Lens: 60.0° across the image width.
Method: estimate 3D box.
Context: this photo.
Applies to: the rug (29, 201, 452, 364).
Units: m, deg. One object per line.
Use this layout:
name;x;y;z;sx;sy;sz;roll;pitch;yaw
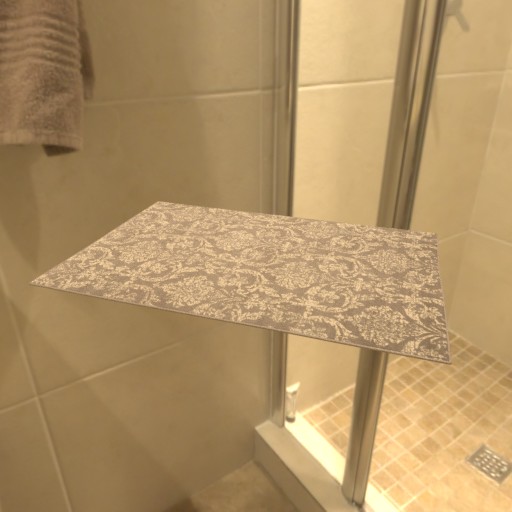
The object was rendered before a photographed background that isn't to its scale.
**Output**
rug;0.000;0.000;3.478;2.746;0.018;1.819;8;27;16
